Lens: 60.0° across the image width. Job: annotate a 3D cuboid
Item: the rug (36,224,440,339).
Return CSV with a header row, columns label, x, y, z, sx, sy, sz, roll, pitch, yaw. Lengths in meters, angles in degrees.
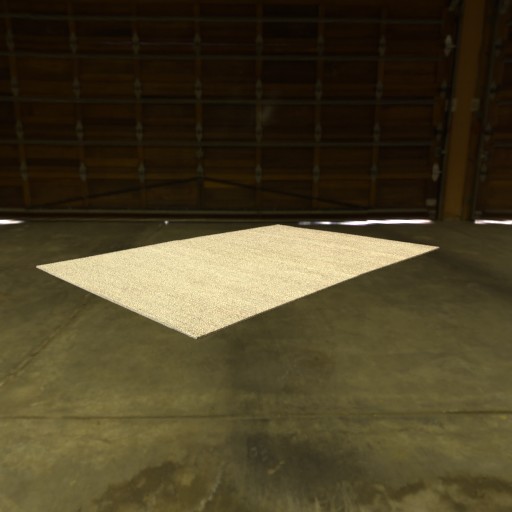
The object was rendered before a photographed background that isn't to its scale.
label,x,y,z,sx,sy,sz,roll,pitch,yaw
rug,0.000,0.000,3.067,1.609,0.030,2.342,12,18,43
